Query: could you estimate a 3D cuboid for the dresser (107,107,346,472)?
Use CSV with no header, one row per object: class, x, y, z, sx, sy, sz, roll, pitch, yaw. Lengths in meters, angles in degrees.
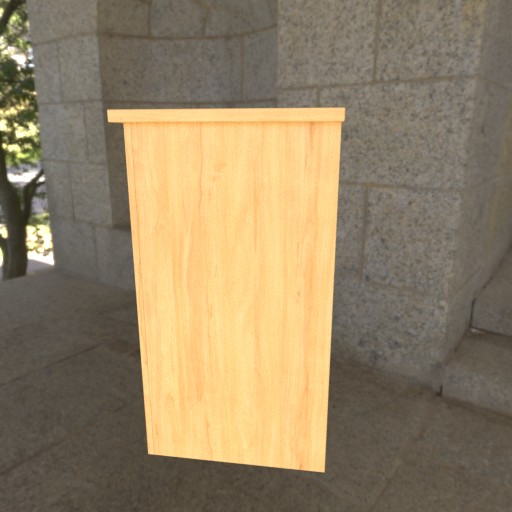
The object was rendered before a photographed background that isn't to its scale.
dresser,0.000,0.000,1.224,0.410,0.730,0.800,2,15,8
